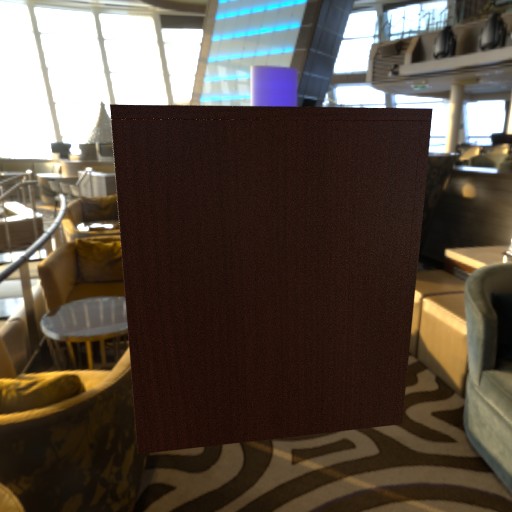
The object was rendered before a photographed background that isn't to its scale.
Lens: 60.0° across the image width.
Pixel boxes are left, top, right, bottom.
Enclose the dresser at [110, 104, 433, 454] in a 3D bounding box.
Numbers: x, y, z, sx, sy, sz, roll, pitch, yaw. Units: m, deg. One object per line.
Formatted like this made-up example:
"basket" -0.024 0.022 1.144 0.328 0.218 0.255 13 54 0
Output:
"dresser" 0.000 0.000 0.768 0.400 0.470 0.360 -3 15 -9
